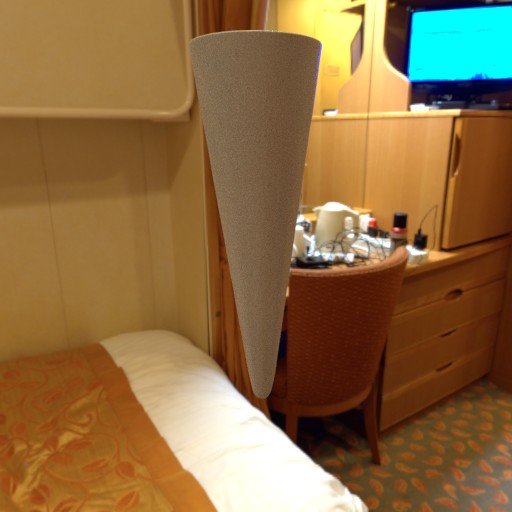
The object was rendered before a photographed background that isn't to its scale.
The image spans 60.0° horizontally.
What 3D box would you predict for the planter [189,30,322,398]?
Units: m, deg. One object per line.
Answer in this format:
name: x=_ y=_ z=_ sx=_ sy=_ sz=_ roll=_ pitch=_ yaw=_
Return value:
planter: x=0.000 y=0.000 z=0.220 sx=0.057 sy=0.191 sz=0.064 roll=2 pitch=16 yaw=9
